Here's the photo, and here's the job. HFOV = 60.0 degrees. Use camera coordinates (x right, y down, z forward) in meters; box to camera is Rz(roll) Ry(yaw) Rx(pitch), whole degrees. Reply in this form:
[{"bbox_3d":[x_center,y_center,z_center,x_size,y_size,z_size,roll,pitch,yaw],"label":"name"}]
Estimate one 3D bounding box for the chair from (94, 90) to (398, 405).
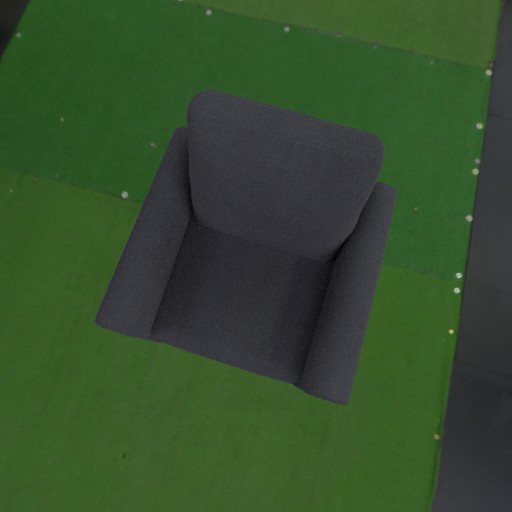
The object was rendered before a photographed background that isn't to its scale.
[{"bbox_3d":[0.000,0.000,1.642,0.867,0.942,0.828,17,76,4],"label":"chair"}]
